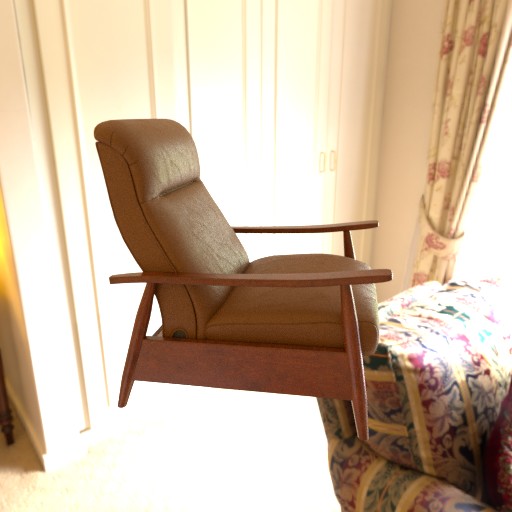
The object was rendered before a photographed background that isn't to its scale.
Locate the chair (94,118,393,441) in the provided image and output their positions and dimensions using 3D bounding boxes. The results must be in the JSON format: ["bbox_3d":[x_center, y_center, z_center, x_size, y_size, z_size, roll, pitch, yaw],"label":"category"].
[{"bbox_3d":[0.000,0.000,1.833,1.014,1.082,0.762,3,18,11],"label":"chair"}]
